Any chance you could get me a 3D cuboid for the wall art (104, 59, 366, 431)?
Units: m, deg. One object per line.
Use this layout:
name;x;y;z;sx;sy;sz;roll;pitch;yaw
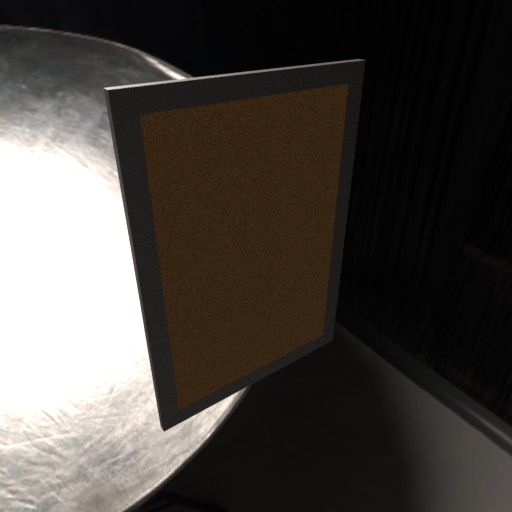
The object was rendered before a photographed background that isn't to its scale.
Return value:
wall art;0.000;0.000;0.687;0.380;0.534;0.013;-20;37;-30
